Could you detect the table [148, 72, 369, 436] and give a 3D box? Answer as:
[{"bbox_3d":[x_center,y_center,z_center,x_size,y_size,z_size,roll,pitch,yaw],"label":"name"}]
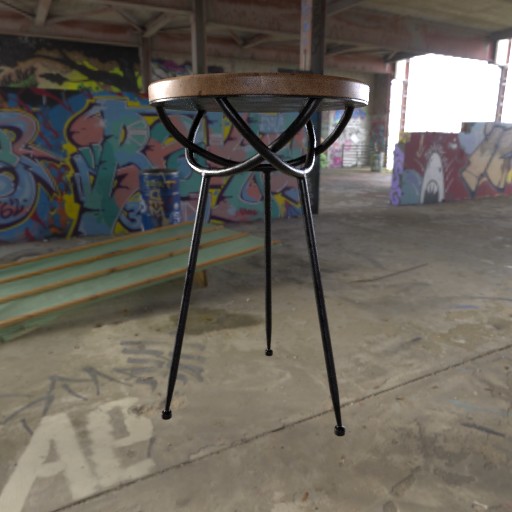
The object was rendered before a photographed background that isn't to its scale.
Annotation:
[{"bbox_3d":[0.000,0.000,0.930,0.418,0.664,0.414,-2,15,-8],"label":"table"}]
